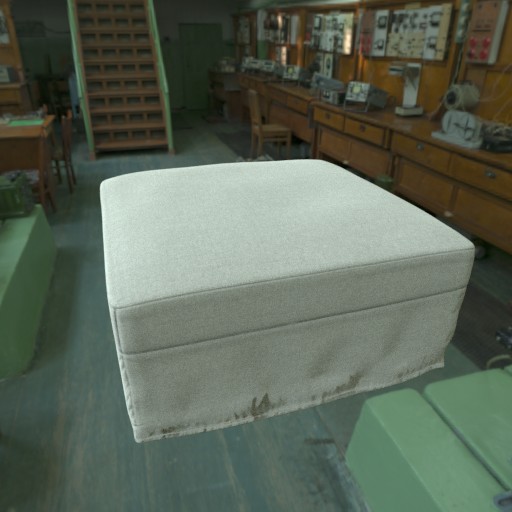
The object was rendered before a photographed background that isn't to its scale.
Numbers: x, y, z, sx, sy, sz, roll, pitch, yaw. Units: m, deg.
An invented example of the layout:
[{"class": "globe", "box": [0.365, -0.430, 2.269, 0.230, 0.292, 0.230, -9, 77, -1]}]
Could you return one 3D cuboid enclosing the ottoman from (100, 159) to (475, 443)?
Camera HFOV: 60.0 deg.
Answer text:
[{"class": "ottoman", "box": [0.000, 0.000, 1.322, 0.840, 0.436, 0.843, -9, 28, -16]}]
